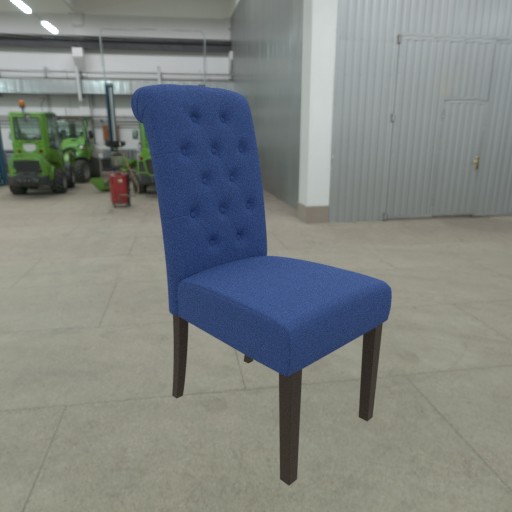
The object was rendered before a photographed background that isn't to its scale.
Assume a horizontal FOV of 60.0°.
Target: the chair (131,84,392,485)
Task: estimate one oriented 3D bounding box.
[{"bbox_3d":[0.000,0.000,1.345,0.456,1.006,0.671,-15,22,-43],"label":"chair"}]
